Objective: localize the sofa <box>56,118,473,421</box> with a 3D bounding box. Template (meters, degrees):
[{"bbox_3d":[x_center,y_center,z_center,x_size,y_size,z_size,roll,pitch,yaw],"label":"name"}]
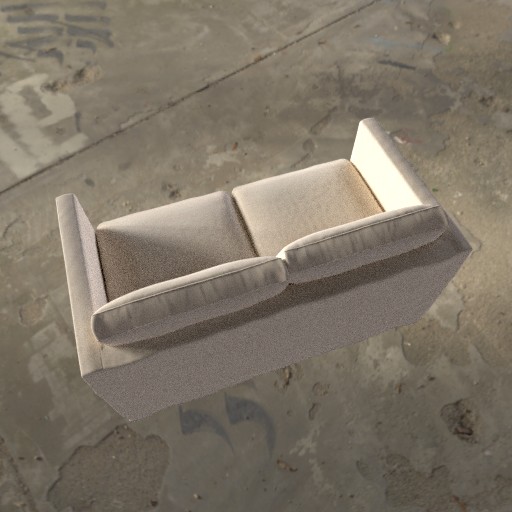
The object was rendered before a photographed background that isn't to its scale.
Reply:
[{"bbox_3d":[0.000,0.000,2.276,1.746,0.834,0.962,-17,59,-11],"label":"sofa"}]
